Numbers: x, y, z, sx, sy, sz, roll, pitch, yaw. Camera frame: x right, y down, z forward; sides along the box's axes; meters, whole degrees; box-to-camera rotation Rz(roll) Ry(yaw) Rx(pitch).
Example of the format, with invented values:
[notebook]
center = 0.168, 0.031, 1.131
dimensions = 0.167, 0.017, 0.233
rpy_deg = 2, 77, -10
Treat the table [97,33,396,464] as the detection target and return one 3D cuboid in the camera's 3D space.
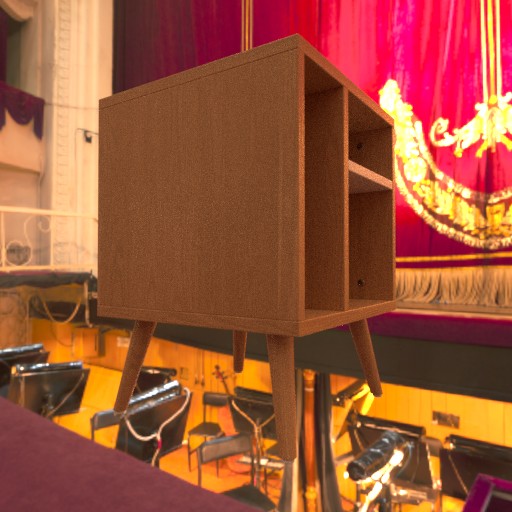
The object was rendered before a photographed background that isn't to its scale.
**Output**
[table]
center = 0.000, 0.000, 0.829
dimensions = 0.400, 0.550, 0.400
rpy_deg = -1, -1, 34
